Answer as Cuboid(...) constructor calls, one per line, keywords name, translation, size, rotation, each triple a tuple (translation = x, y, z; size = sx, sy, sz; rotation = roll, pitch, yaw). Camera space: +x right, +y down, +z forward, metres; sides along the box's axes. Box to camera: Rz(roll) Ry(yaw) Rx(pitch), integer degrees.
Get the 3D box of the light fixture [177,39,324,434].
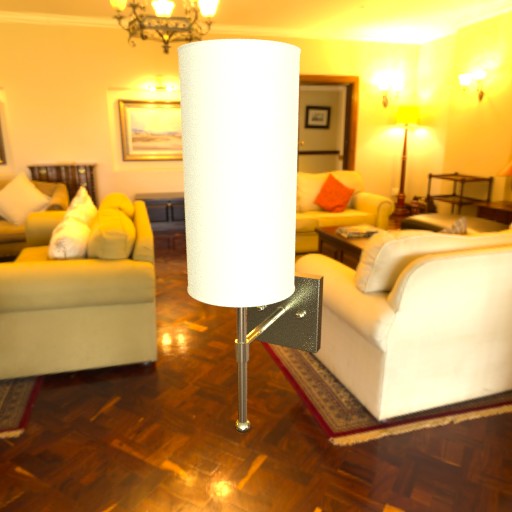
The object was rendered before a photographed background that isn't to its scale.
Cuboid(name="light fixture", translation=(0.000, 0.000, 0.558), size=(0.128, 0.462, 0.208), rotation=(7, 17, 25))
